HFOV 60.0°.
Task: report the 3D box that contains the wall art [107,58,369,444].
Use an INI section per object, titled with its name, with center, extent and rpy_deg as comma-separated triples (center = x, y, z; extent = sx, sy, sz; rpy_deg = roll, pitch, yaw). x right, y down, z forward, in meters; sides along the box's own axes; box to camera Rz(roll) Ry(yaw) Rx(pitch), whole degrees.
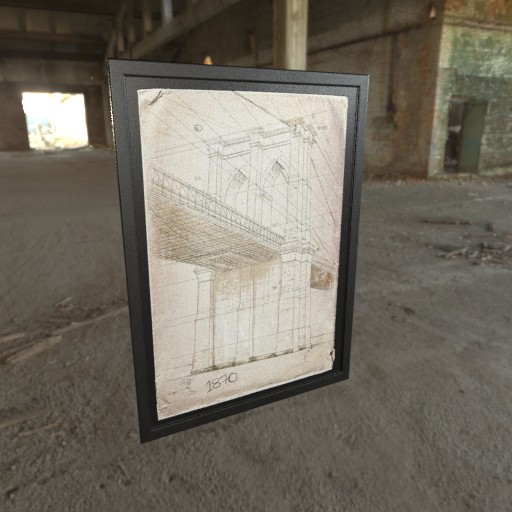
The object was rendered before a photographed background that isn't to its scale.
[wall art]
center = 0.000, 0.000, 1.229
extent = 0.707, 0.967, 0.013
rpy_deg = -8, 18, -26
